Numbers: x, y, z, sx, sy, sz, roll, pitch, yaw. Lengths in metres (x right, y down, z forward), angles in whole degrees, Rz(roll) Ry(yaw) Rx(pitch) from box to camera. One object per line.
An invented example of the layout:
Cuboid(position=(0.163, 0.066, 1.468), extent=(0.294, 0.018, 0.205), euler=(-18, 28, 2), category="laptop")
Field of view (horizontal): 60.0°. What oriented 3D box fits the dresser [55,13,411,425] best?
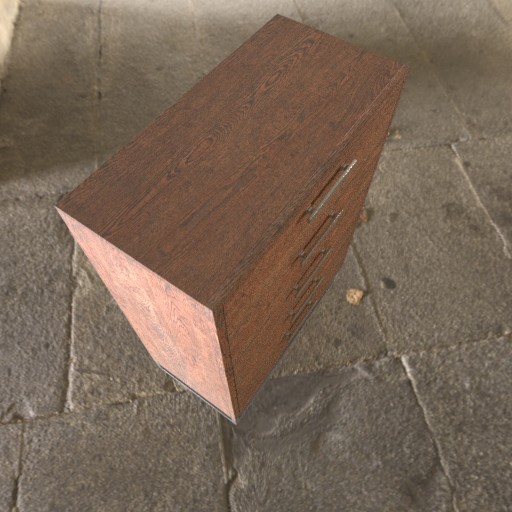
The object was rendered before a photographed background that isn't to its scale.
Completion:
Cuboid(position=(0.000, 0.000, 1.755), extent=(0.508, 1.321, 0.965), euler=(31, 64, 17), category="dresser")
